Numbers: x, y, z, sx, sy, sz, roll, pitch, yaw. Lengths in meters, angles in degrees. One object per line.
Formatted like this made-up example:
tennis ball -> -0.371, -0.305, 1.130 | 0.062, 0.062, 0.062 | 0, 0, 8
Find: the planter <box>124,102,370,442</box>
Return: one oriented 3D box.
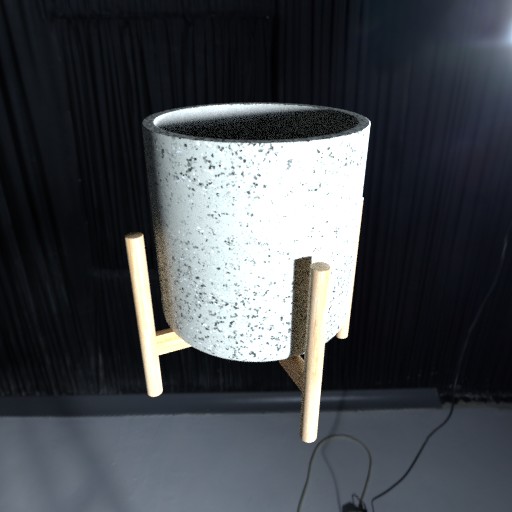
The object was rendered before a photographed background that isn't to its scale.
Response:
planter -> 0.000, 0.000, 0.697 | 0.360, 0.419, 0.360 | -1, 27, -2
